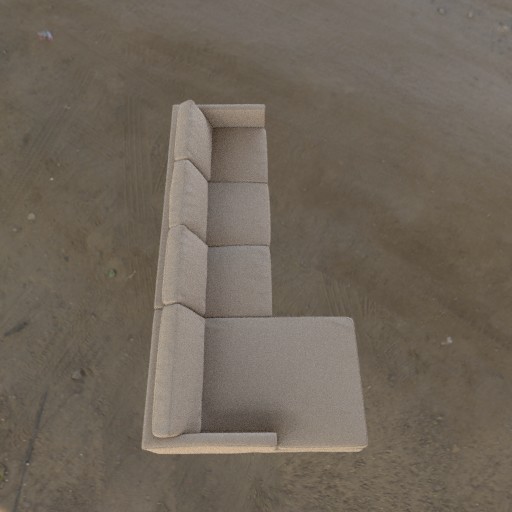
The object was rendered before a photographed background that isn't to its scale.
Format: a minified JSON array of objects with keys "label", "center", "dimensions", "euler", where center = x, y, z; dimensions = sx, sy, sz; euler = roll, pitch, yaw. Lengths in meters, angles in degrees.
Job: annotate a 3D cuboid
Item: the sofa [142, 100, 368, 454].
[{"label":"sofa","center":[0.000,0.000,3.948],"dimensions":[1.625,0.846,3.186],"euler":[-1,63,0]}]
